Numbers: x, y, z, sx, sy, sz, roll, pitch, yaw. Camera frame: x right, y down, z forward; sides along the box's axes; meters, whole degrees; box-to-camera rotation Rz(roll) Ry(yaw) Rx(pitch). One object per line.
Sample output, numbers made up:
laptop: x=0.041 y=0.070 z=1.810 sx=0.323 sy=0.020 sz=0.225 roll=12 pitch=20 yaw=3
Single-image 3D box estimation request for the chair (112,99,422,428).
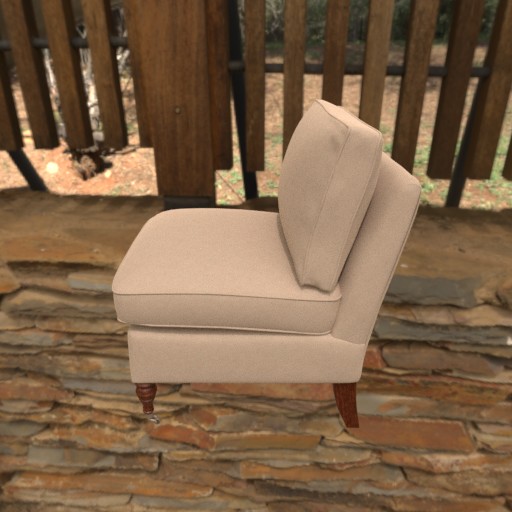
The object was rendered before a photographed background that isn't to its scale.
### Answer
chair: x=0.000 y=0.000 z=1.661 sx=0.912 sy=1.052 sz=0.724 roll=0 pitch=25 yaw=0
